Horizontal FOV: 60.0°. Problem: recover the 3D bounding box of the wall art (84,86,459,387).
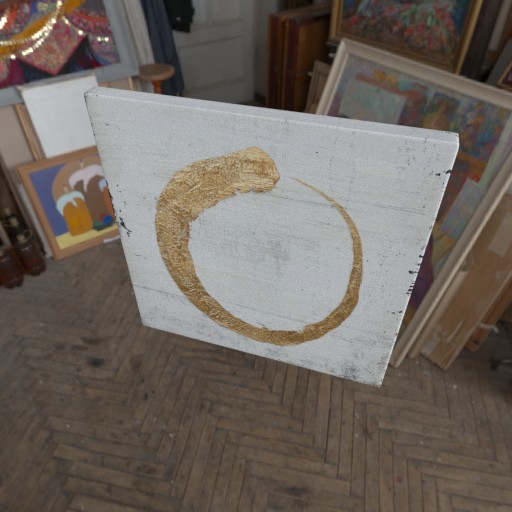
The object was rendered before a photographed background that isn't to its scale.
[{"bbox_3d":[0.000,0.000,0.902,0.610,0.611,0.040,12,42,13],"label":"wall art"}]
